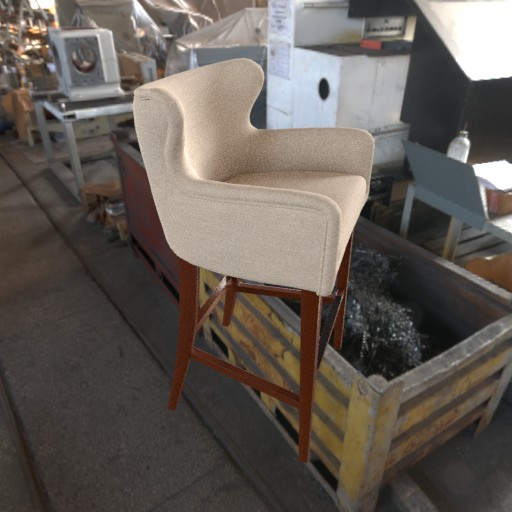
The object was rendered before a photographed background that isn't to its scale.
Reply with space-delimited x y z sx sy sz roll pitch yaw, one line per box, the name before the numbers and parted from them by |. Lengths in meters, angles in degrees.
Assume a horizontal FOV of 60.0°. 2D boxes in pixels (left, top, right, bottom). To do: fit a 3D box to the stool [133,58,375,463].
stool | 0.000 0.000 1.338 0.563 1.034 0.556 11 33 17
